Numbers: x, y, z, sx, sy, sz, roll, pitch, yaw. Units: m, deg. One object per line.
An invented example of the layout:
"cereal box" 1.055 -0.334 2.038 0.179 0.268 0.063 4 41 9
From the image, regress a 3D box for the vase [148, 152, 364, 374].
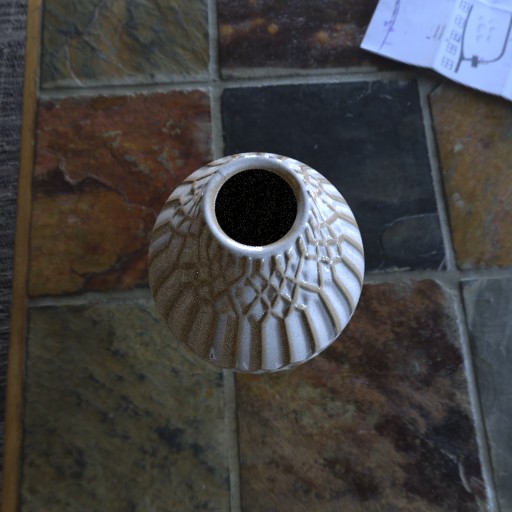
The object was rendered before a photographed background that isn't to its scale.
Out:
"vase" 0.000 0.000 0.310 0.159 0.200 0.159 0 76 0
